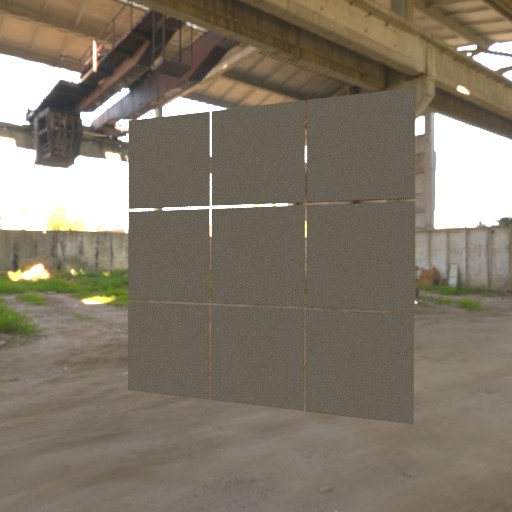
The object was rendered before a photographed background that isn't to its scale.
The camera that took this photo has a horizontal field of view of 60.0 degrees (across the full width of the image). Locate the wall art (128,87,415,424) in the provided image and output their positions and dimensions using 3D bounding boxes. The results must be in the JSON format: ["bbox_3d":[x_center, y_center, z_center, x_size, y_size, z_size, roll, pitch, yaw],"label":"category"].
[{"bbox_3d":[0.000,0.000,1.362,0.919,0.917,0.010,0,0,19],"label":"wall art"}]
